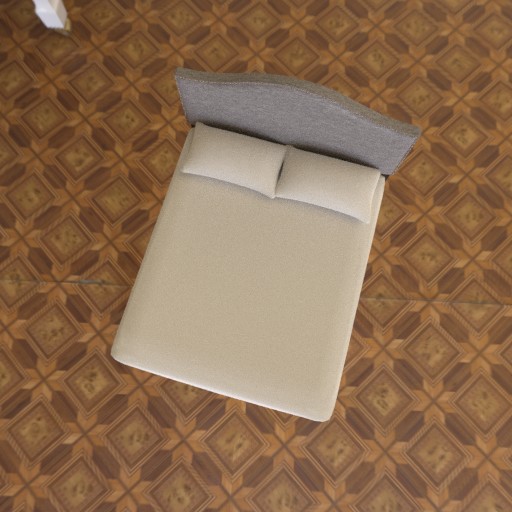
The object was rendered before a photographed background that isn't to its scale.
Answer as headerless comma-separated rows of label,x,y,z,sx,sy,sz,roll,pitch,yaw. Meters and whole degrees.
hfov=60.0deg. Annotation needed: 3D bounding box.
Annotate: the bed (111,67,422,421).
bed,0.000,0.000,2.975,1.610,1.295,1.870,15,76,4
